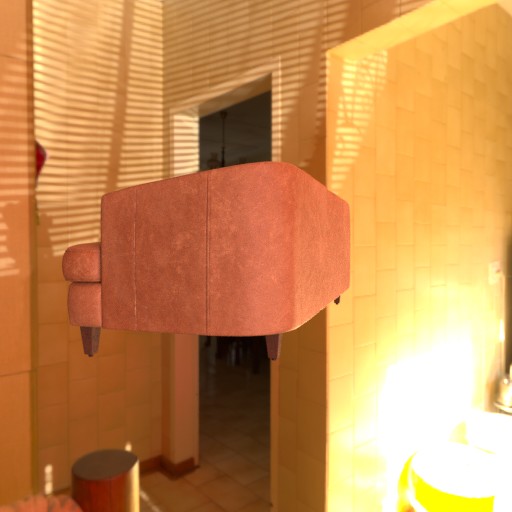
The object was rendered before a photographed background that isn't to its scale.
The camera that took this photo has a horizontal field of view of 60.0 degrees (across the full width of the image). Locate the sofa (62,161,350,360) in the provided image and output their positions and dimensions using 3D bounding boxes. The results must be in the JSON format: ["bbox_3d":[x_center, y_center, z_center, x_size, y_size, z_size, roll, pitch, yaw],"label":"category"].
[{"bbox_3d":[0.000,0.000,2.695,0.922,0.791,2.257,1,2,19],"label":"sofa"}]
